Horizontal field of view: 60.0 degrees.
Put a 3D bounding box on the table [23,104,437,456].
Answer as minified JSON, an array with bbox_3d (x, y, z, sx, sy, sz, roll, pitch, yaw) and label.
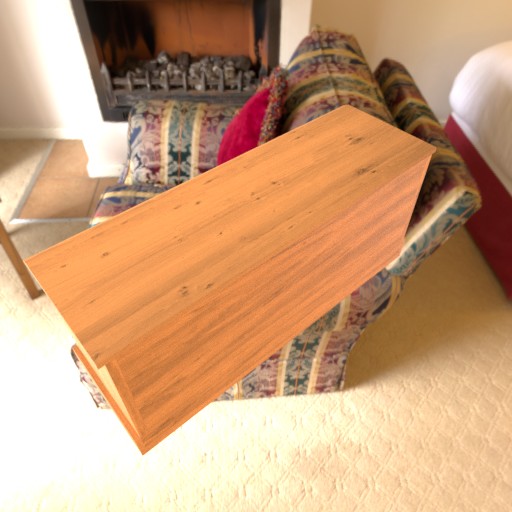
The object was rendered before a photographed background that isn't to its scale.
[{"bbox_3d":[0.000,0.000,1.452,1.200,0.510,0.400,-32,54,-27],"label":"table"}]
